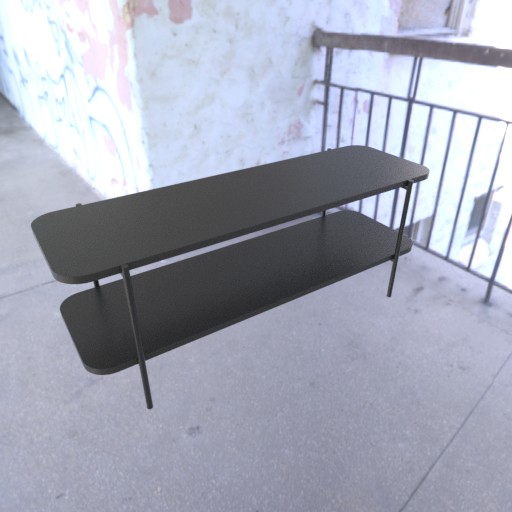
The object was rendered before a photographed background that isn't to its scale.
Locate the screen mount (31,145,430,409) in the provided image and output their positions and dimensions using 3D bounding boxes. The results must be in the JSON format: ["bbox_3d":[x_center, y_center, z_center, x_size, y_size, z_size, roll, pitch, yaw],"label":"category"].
[{"bbox_3d":[0.000,0.000,1.428,1.200,0.447,0.400,-19,36,-28],"label":"screen mount"}]
